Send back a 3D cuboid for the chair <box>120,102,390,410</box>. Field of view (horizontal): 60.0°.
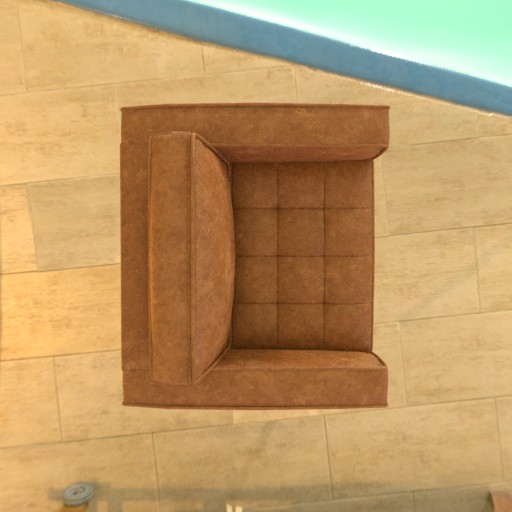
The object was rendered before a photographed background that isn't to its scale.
[{"bbox_3d":[0.000,0.000,1.484,0.798,0.767,0.928,0,91,0],"label":"chair"}]
